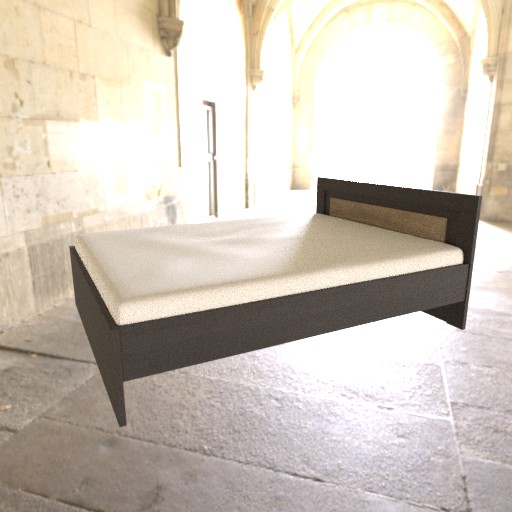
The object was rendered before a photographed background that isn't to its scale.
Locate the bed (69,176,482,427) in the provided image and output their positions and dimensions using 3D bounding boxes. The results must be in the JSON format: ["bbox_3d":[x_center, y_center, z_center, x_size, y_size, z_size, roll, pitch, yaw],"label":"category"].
[{"bbox_3d":[0.000,0.000,2.837,2.073,0.823,1.585,-7,16,-27],"label":"bed"}]
